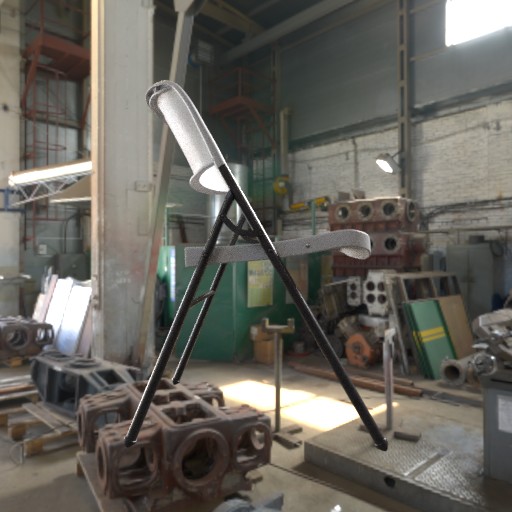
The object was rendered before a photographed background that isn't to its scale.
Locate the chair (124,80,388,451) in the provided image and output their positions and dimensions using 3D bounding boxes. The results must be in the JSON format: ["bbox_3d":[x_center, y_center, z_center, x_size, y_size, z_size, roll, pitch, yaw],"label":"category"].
[{"bbox_3d":[0.000,0.000,1.170,0.566,0.810,0.494,0,0,2],"label":"chair"}]
